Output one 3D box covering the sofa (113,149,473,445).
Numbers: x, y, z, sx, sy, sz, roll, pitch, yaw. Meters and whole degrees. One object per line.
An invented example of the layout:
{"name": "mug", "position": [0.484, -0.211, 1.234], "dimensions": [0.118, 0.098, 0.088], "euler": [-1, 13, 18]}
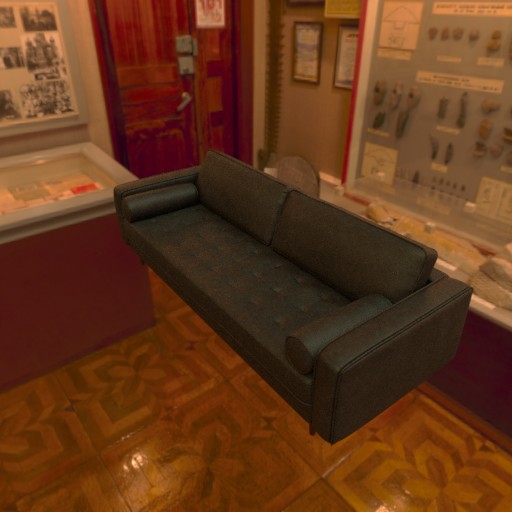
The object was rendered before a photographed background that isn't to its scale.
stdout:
{"name": "sofa", "position": [0.000, 0.000, 2.637], "dimensions": [0.914, 0.762, 2.210], "euler": [-21, 37, -31]}
